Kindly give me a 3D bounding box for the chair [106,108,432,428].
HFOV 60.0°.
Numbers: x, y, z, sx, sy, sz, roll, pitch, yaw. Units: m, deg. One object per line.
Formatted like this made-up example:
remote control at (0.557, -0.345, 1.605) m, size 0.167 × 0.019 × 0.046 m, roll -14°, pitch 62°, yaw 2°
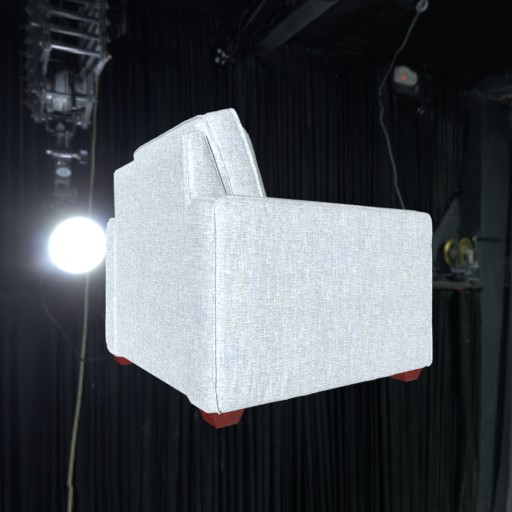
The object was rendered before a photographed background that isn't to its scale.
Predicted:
chair at (0.000, 0.000, 1.781) m, size 0.940 × 0.914 × 1.016 m, roll 0°, pitch 0°, yaw -34°
